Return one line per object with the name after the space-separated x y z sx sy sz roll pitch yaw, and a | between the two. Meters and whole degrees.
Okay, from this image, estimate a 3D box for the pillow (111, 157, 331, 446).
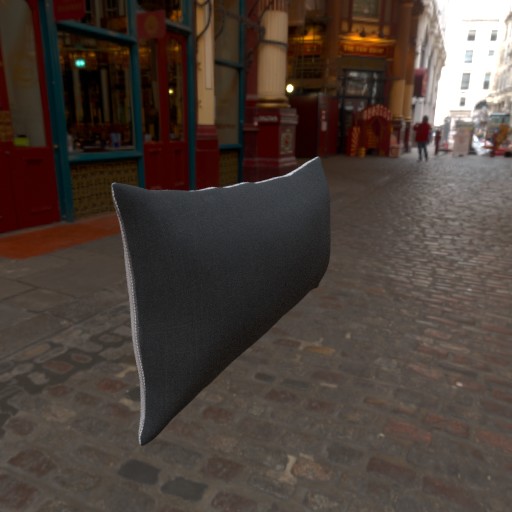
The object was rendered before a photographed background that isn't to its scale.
0.000 0.000 0.727 0.151 0.305 0.609 8 18 26 | pillow
